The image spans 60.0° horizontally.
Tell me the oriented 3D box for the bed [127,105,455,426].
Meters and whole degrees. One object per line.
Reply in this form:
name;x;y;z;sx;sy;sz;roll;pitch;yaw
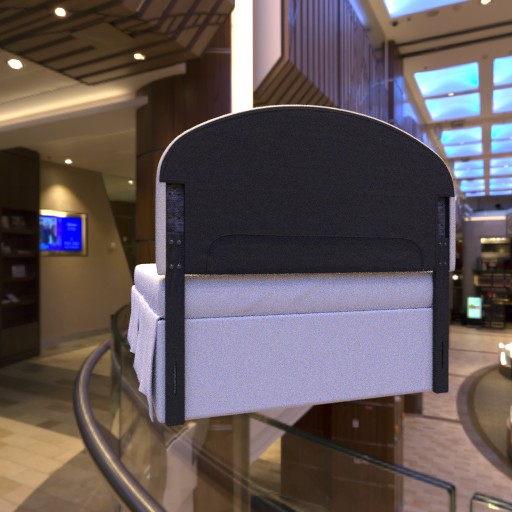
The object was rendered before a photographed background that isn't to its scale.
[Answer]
bed;0.000;0.000;3.007;1.607;1.410;2.005;0;0;-18
